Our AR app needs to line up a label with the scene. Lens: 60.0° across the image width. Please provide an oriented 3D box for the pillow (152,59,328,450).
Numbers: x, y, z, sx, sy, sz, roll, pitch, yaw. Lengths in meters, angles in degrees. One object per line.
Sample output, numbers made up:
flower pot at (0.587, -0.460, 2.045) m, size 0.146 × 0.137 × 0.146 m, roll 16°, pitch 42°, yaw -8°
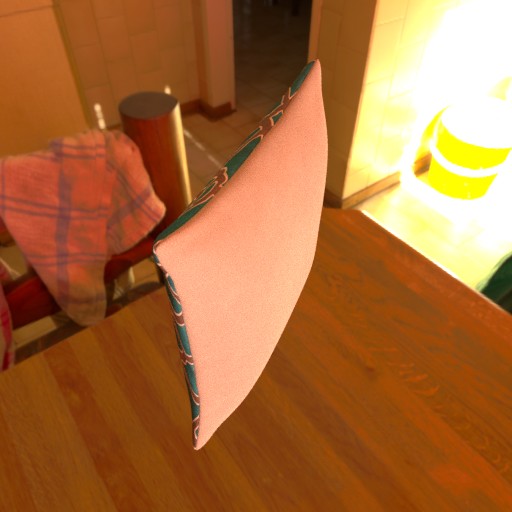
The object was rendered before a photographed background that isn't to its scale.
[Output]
pillow at (0.000, 0.000, 0.784) m, size 0.166 × 0.507 × 0.526 m, roll 17°, pitch 47°, yaw 16°
